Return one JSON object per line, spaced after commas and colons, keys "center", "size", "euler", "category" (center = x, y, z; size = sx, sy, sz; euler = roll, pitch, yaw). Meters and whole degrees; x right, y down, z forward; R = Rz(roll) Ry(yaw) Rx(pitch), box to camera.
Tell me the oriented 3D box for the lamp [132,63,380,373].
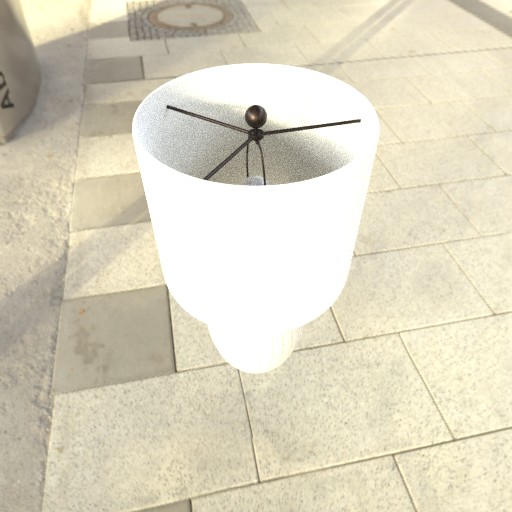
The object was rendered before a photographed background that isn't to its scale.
{"center": [0.000, 0.000, 0.791], "size": [0.328, 0.570, 0.328], "euler": [0, 46, 0], "category": "lamp"}
